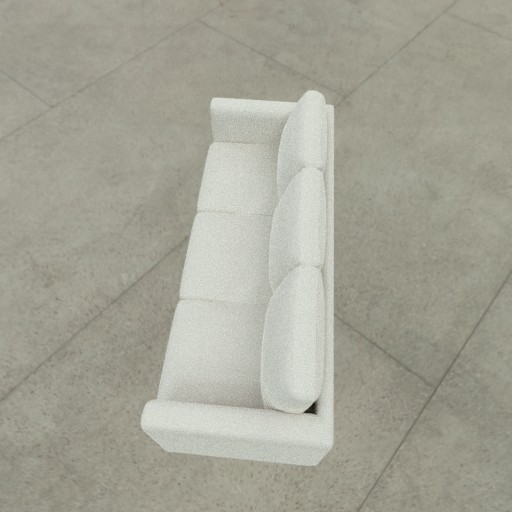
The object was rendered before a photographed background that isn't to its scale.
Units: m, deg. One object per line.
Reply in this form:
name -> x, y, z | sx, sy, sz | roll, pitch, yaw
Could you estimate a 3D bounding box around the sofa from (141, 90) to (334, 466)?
sofa -> 0.000, 0.000, 2.487 | 0.802, 0.912, 2.029 | 5, 58, 3
